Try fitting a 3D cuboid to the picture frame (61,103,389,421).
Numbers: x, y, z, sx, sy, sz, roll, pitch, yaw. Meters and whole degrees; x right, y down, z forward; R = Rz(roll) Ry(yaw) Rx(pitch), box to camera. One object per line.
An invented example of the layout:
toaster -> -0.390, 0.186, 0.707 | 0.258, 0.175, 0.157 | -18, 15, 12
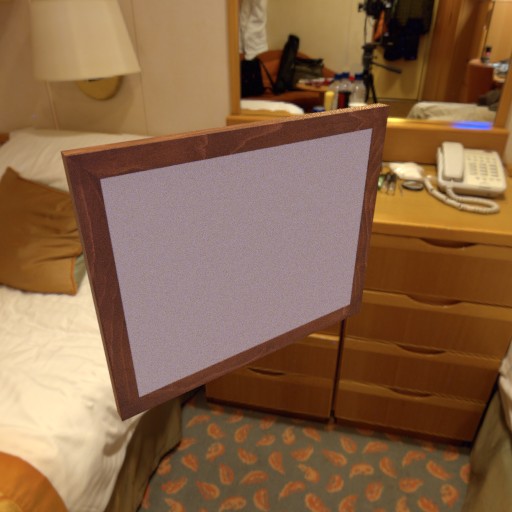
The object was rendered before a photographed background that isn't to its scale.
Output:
picture frame -> 0.000, 0.000, 0.781 | 0.559, 0.457, 0.025 | -18, 34, -29
